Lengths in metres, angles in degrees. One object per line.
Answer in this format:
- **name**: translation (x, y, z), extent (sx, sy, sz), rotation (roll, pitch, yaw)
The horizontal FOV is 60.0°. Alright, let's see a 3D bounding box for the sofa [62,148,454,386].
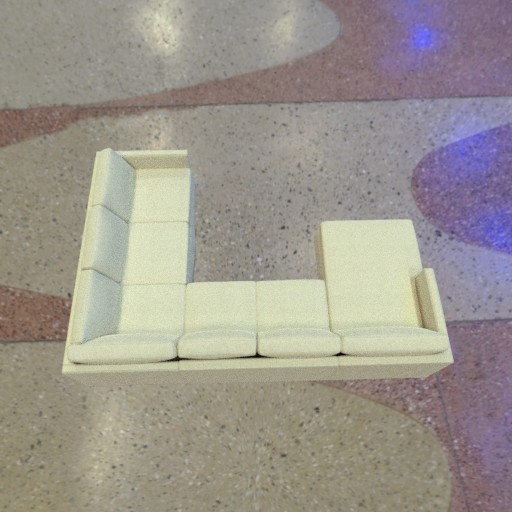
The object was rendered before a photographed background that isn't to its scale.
- **sofa**: translation (0.000, 0.000, 4.601), extent (3.464, 0.882, 2.448), rotation (-2, 64, -1)
